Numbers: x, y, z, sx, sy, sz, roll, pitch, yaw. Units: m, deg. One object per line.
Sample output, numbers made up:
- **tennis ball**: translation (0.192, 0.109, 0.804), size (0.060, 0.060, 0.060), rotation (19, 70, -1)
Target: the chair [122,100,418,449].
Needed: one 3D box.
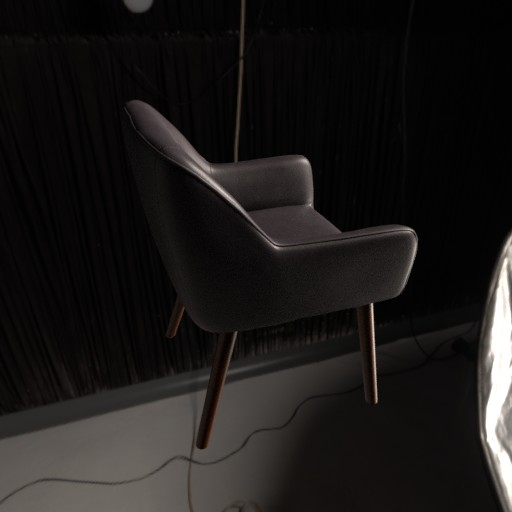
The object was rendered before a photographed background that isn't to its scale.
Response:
- **chair**: translation (0.000, 0.000, 1.256), size (0.610, 0.828, 0.610), rotation (-10, 31, -17)
